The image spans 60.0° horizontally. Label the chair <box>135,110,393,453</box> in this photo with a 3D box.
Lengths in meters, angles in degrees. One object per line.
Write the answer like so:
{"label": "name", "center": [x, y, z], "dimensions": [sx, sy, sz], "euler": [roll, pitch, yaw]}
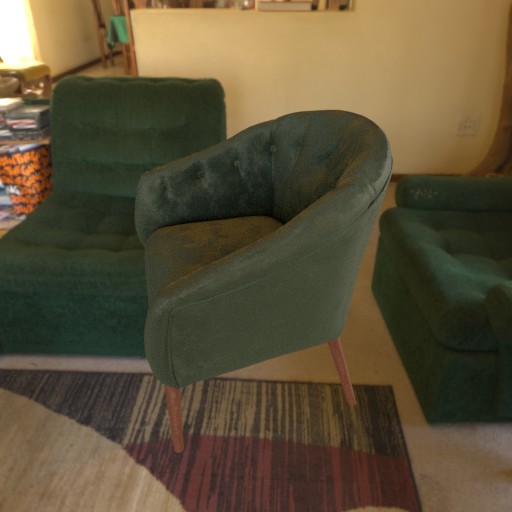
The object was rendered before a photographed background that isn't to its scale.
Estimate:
{"label": "chair", "center": [0.000, 0.000, 1.502], "dimensions": [0.776, 0.885, 0.851], "euler": [-8, 32, -13]}
